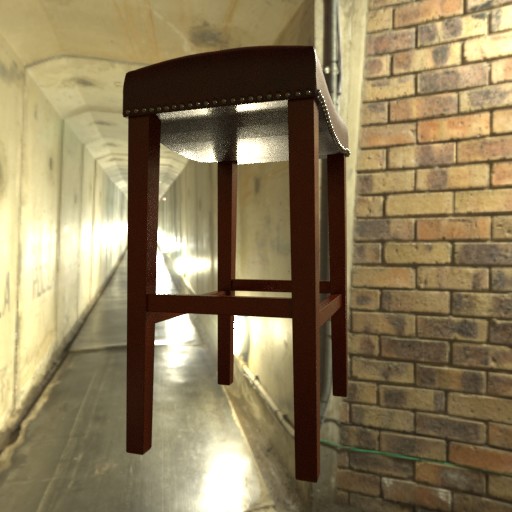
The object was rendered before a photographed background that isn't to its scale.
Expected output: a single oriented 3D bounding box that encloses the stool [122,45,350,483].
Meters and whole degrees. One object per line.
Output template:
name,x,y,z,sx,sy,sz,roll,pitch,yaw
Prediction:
stool,0.000,0.000,1.006,0.372,0.742,0.504,0,1,18
